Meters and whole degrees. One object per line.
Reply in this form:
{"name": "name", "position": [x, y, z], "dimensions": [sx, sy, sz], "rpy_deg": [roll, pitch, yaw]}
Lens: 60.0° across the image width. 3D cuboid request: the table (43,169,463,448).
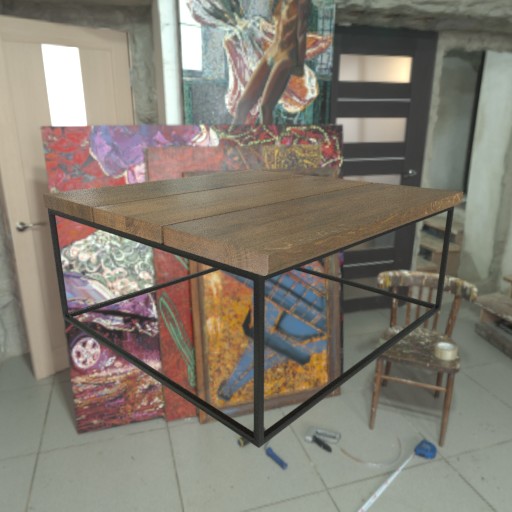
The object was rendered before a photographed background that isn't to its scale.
{"name": "table", "position": [0.000, 0.000, 1.400], "dimensions": [0.900, 0.400, 0.900], "rpy_deg": [16, 23, 41]}
